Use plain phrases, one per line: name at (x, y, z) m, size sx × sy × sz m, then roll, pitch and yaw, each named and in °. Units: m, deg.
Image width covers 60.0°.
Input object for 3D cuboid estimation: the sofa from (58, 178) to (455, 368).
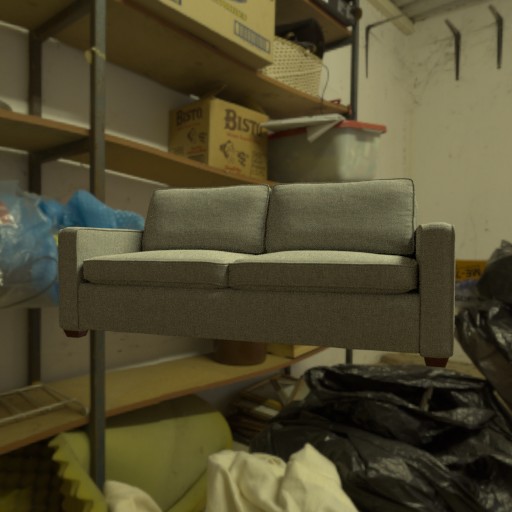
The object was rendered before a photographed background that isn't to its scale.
sofa at (0.000, 0.000, 2.597) m, size 2.078 × 0.918 × 0.945 m, roll 1°, pitch 2°, yaw 18°
